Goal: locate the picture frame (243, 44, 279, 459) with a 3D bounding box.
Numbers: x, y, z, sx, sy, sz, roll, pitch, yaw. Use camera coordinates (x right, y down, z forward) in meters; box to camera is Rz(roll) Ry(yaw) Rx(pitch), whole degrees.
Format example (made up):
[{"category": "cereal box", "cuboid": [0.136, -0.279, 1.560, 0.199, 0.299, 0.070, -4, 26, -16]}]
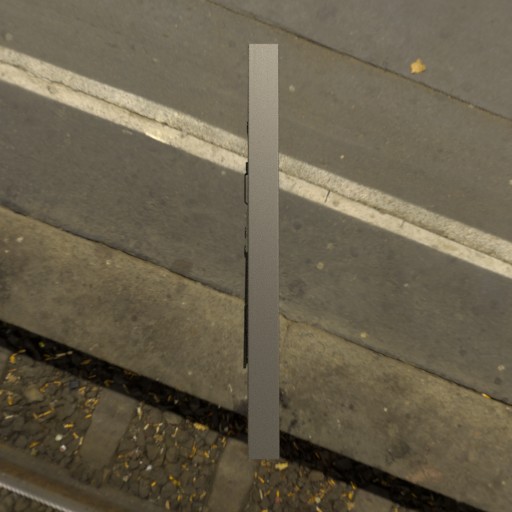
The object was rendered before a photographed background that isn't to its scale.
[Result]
[{"category": "picture frame", "cuboid": [0.000, 0.000, 0.518, 0.036, 0.383, 0.307, 0, 88, 0]}]
